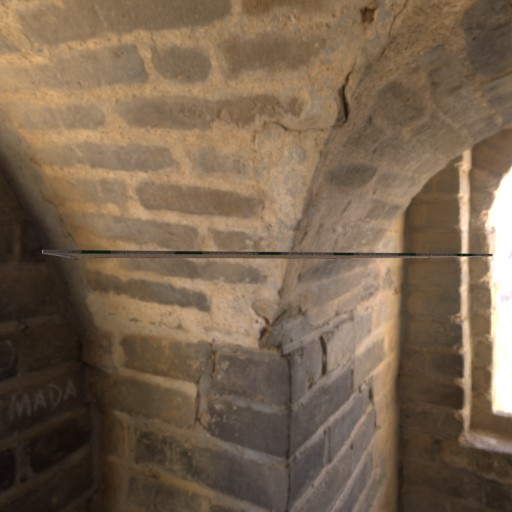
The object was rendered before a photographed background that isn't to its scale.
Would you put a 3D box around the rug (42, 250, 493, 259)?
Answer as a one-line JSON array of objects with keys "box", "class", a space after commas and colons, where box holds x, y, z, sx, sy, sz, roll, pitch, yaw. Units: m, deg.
[{"box": [0.000, 0.000, 2.254, 1.829, 0.012, 1.210, 0, -1, -19], "class": "rug"}]
